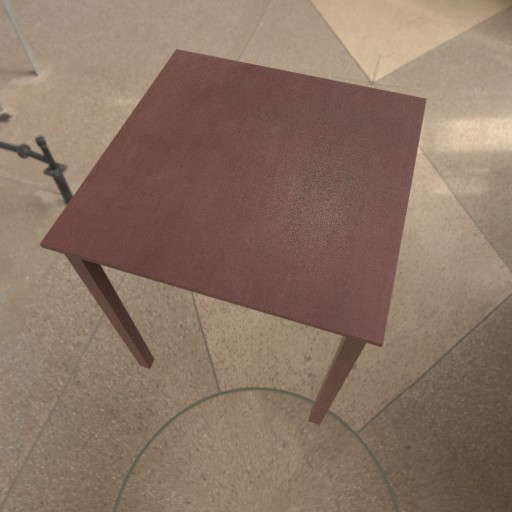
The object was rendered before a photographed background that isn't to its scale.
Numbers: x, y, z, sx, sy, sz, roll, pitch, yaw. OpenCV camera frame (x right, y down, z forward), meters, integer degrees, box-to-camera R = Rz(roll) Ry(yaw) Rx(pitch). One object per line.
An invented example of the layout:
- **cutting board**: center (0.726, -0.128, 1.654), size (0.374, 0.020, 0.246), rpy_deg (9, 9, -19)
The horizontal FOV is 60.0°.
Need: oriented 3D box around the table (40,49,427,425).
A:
- **table**: center (0.000, 0.000, 1.676), size (0.861, 0.991, 0.861), rpy_deg (15, 59, 9)
